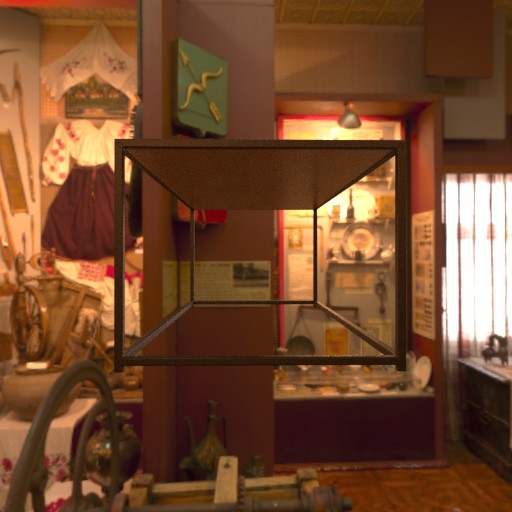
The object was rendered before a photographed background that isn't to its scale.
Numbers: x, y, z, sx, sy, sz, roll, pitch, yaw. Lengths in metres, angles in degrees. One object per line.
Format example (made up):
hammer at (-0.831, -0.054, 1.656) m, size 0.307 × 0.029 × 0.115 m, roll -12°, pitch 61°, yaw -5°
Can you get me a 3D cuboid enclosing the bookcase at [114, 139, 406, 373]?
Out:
bookcase at (0.000, 0.000, 1.257) m, size 0.500 × 0.400 × 1.000 m, roll 0°, pitch 0°, yaw -1°
